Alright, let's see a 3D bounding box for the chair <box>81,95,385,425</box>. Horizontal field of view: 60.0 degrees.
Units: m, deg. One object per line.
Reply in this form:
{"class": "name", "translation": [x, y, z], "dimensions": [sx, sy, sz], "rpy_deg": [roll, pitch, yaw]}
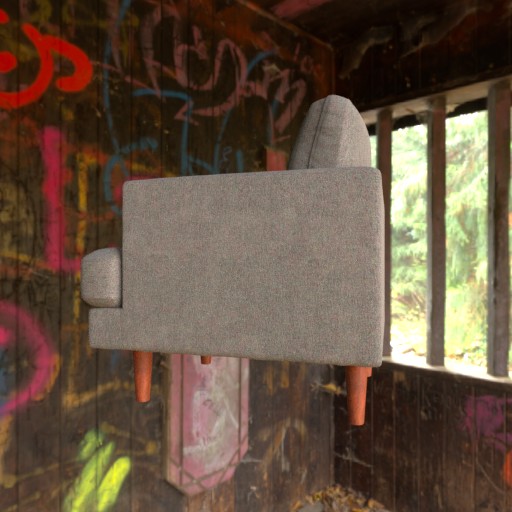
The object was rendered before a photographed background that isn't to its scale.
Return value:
{"class": "chair", "translation": [0.000, 0.000, 1.626], "dimensions": [0.899, 0.957, 0.858], "rpy_deg": [0, 0, 17]}
